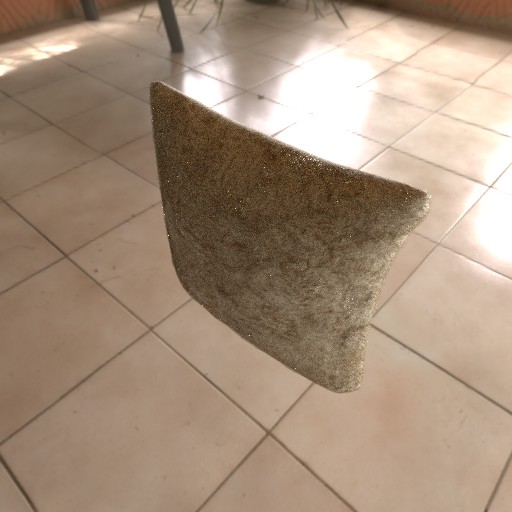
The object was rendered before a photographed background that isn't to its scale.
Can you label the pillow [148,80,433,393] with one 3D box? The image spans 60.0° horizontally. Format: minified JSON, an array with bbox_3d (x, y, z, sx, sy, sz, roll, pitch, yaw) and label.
[{"bbox_3d":[0.000,0.000,0.833,0.538,0.525,0.216,31,52,28],"label":"pillow"}]
